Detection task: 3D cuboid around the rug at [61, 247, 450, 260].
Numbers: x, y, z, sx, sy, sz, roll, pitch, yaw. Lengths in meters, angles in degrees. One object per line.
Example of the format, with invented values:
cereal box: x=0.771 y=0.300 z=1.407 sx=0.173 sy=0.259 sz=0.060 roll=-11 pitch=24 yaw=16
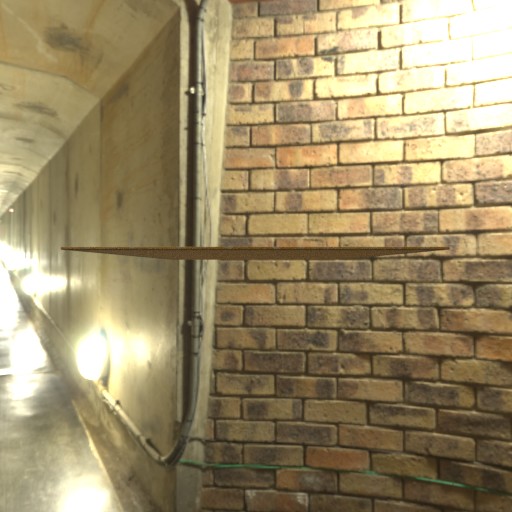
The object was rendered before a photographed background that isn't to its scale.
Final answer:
rug: x=0.000 y=0.000 z=2.281 sx=1.213 sy=0.010 sz=1.829 roll=0 pitch=-1 yaw=0
